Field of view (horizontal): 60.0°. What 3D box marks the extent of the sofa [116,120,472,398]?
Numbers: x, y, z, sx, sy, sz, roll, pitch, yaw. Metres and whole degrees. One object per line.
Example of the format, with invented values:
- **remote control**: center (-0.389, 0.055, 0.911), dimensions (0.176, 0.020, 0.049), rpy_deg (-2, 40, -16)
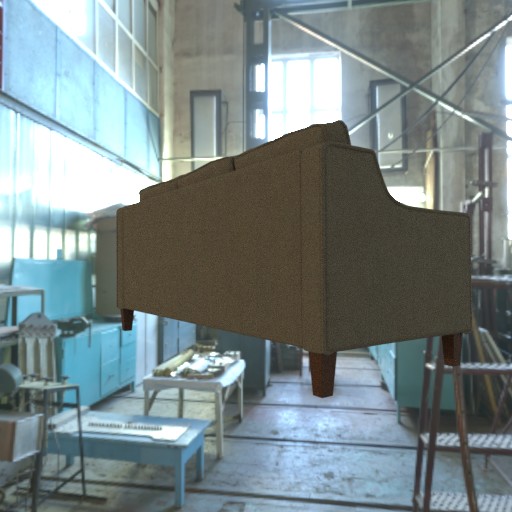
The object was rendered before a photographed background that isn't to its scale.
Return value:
- **sofa**: center (0.000, 0.000, 2.466), dimensions (0.911, 0.974, 1.986), rpy_deg (1, -2, -36)
